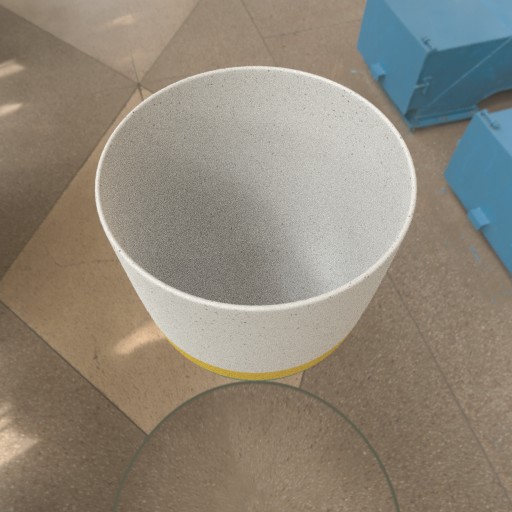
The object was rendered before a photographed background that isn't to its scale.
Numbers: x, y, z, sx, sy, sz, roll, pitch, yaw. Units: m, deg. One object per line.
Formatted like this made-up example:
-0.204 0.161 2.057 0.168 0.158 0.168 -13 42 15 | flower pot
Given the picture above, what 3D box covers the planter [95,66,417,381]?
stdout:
0.000 0.000 0.362 0.195 0.214 0.195 0 58 0 | planter
